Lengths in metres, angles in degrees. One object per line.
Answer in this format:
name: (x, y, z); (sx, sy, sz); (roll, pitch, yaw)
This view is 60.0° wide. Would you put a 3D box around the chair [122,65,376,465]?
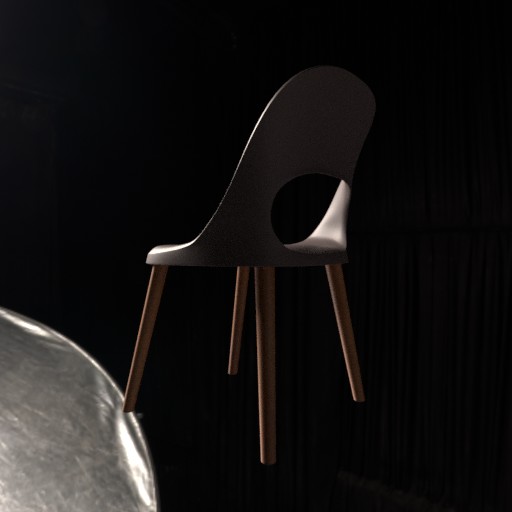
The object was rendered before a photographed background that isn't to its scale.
chair: (0.000, 0.000, 1.142); (0.556, 0.794, 0.470); (1, 1, 37)
